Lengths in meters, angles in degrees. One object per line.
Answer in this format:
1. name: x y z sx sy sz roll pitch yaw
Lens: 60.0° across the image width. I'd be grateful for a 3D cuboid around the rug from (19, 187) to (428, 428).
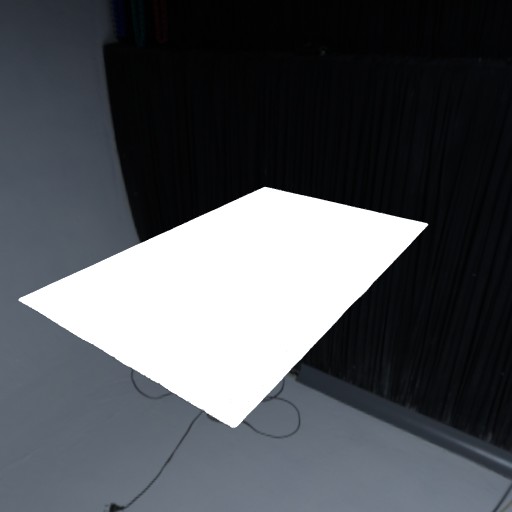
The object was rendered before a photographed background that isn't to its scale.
1. rug: 0.000 0.000 2.958 1.546 0.010 2.442 18 32 31
